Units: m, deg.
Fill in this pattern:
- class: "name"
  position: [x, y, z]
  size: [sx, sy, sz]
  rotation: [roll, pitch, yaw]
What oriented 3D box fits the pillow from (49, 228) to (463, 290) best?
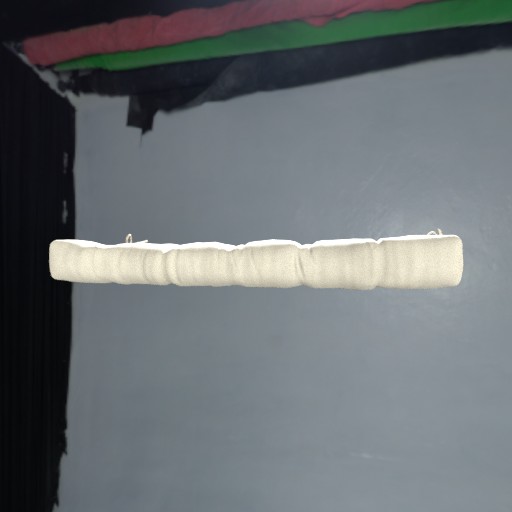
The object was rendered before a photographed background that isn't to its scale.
- class: "pillow"
  position: [0.000, 0.000, 1.376]
  size: [1.194, 0.174, 0.511]
  rotation: [0, 0, 16]
